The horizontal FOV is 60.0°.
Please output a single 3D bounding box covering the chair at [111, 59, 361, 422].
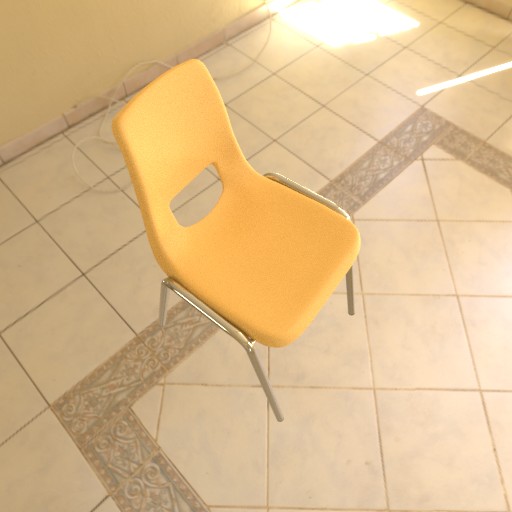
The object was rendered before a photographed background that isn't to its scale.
[{"bbox_3d":[0.000,0.000,0.967,0.436,0.704,0.381,32,64,18],"label":"chair"}]
